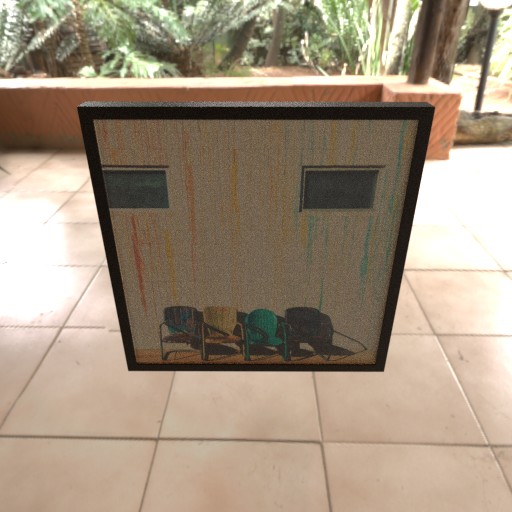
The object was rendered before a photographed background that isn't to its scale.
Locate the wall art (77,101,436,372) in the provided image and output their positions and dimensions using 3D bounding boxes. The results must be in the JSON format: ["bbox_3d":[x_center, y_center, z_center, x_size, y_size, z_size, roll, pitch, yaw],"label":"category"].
[{"bbox_3d":[0.000,0.000,0.767,0.506,0.506,0.037,0,30,0],"label":"wall art"}]
